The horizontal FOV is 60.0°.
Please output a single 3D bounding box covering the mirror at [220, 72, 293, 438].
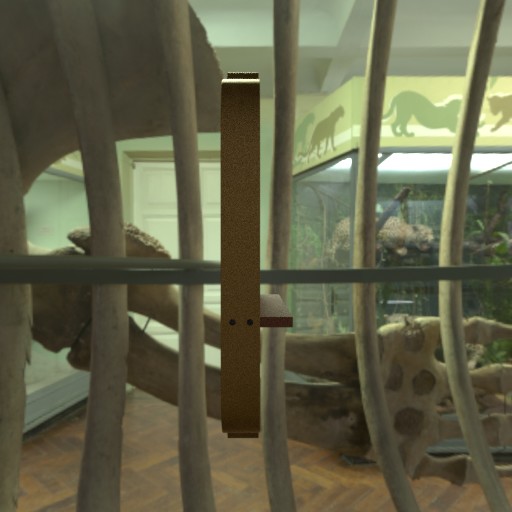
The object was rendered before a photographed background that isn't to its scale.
[{"bbox_3d":[0.000,0.000,0.743,0.096,0.613,0.323,0,1,0],"label":"mirror"}]
